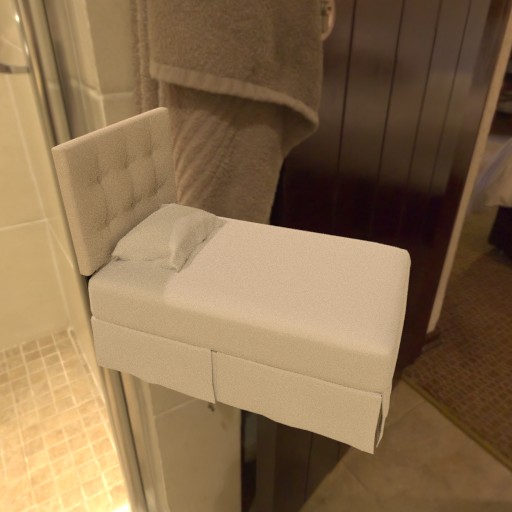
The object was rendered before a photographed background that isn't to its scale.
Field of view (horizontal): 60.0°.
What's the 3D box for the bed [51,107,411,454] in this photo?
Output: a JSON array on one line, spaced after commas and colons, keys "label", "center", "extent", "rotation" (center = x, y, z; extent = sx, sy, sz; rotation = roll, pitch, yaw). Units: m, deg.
[{"label": "bed", "center": [0.000, 0.000, 2.949], "extent": [1.997, 1.571, 1.261], "rotation": [11, 32, 18]}]
